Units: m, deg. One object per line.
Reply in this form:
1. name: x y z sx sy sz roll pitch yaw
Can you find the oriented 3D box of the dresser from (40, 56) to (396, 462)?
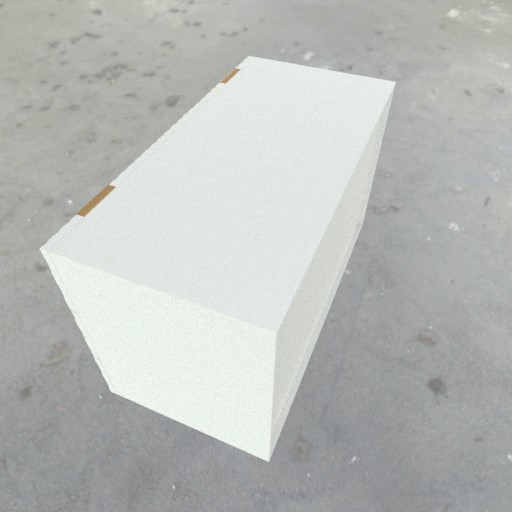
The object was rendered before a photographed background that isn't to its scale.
1. dresser: 0.000 0.000 1.267 0.457 0.721 0.905 17 49 16
